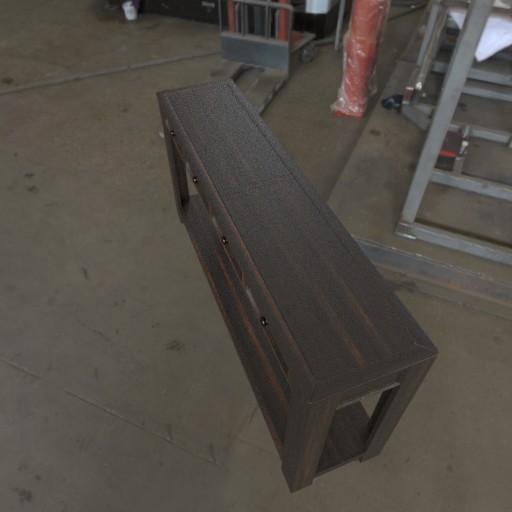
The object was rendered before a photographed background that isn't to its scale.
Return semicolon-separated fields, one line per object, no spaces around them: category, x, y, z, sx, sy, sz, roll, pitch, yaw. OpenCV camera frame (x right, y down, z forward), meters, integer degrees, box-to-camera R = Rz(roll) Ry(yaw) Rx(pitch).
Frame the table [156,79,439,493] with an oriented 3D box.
table;0.000;0.000;1.888;0.384;0.762;1.631;-16;50;-14
